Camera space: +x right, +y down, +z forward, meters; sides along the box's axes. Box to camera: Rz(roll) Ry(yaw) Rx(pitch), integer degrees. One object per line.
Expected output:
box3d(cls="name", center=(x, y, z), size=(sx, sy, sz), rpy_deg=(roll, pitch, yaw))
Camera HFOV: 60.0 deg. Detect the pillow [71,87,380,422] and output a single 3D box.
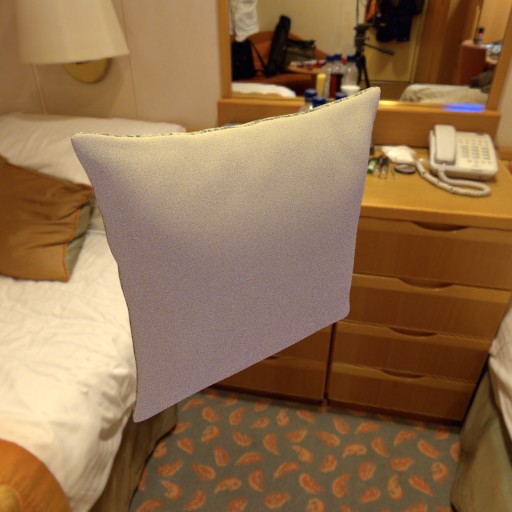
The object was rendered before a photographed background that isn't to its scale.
box3d(cls="pillow", center=(0.000, 0.000, 0.769), size=(0.523, 0.510, 0.166), rpy_deg=(-20, 36, -29))
